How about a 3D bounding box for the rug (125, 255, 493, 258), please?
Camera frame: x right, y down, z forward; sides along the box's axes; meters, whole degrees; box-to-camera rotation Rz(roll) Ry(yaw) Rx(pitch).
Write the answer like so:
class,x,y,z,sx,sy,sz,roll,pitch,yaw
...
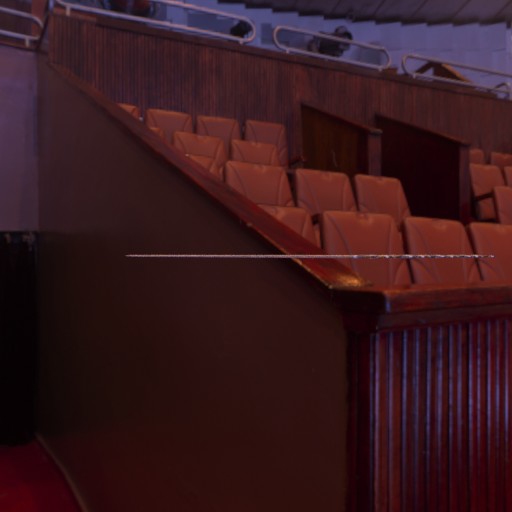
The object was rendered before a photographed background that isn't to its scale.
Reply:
class,x,y,z,sx,sy,sz,roll,pitch,yaw
rug,0.000,0.000,2.663,0.769,0.013,2.440,0,0,-35
